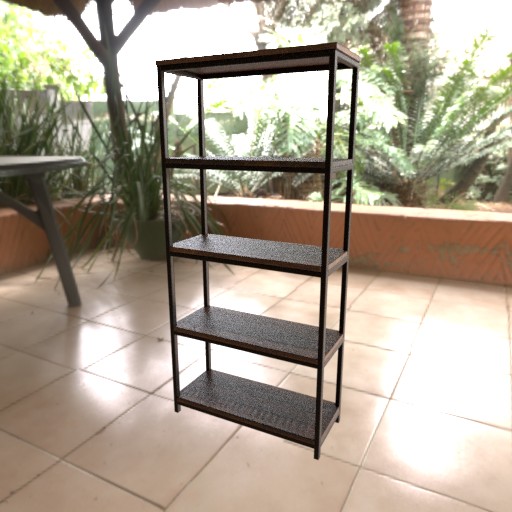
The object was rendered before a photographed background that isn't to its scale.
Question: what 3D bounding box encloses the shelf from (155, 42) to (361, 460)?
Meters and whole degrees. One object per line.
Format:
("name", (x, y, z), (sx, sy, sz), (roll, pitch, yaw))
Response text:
("shelf", (0.000, 0.000, 2.258), (0.874, 1.860, 0.359), (7, 16, 26))
